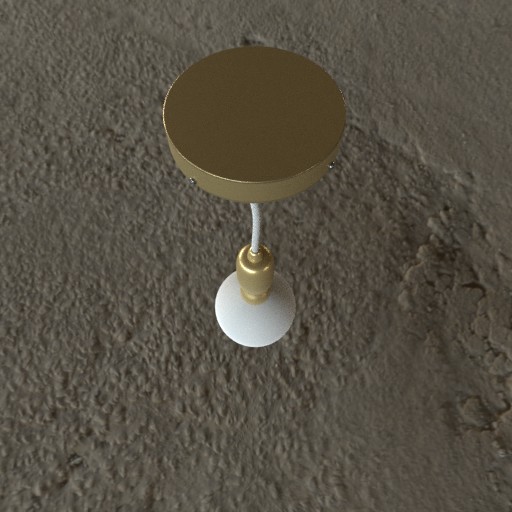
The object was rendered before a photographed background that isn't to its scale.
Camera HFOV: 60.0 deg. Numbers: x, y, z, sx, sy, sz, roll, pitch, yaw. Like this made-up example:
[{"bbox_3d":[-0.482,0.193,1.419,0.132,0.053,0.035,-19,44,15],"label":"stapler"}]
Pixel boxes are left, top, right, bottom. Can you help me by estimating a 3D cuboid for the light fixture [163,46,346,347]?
[{"bbox_3d":[0.000,0.000,0.574,0.146,0.510,0.147,31,67,15],"label":"light fixture"}]
